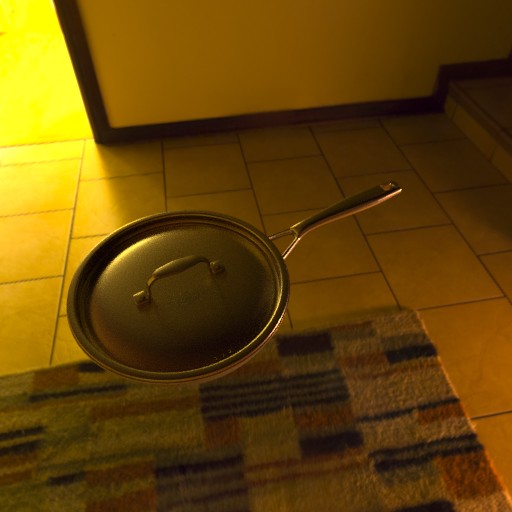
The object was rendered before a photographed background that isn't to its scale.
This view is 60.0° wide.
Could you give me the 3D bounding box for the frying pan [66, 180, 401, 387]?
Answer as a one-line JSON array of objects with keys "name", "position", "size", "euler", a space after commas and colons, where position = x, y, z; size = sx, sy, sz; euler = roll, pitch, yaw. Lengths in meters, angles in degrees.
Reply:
[{"name": "frying pan", "position": [0.000, 0.000, 0.596], "size": [0.490, 0.086, 0.272], "euler": [-23, 51, -20]}]
